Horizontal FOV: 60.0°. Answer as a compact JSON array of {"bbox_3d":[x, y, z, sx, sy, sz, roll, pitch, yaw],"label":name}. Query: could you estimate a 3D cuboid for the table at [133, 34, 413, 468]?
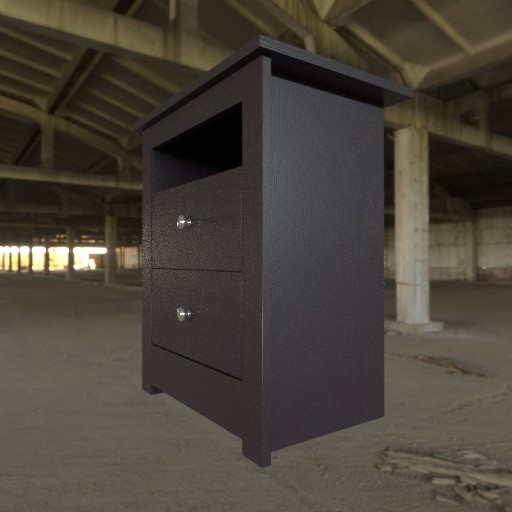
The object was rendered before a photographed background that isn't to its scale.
[{"bbox_3d":[0.000,0.000,1.068,0.408,0.711,0.589,0,-1,-35],"label":"table"}]
